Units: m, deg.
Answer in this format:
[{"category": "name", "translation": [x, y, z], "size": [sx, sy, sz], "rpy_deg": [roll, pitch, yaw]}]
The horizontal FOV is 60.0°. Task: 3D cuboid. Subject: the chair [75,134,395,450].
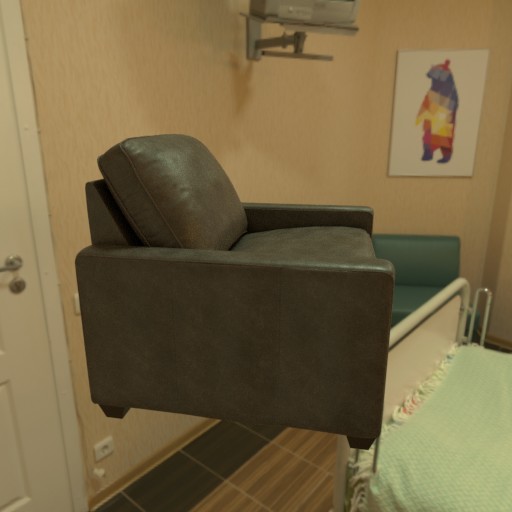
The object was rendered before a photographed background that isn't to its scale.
[{"category": "chair", "translation": [0.000, 0.000, 1.731], "size": [0.939, 0.916, 1.006], "rpy_deg": [3, 17, 10]}]
